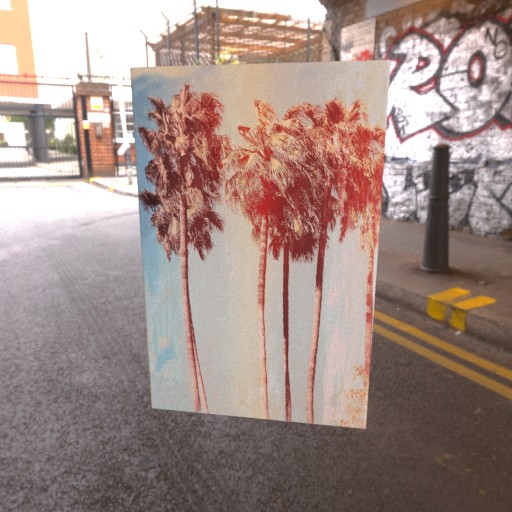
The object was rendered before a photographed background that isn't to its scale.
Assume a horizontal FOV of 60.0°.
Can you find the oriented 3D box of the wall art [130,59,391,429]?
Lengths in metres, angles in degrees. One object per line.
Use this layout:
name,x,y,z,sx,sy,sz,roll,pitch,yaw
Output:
wall art,0.000,0.000,0.760,0.401,0.610,0.038,2,14,9
